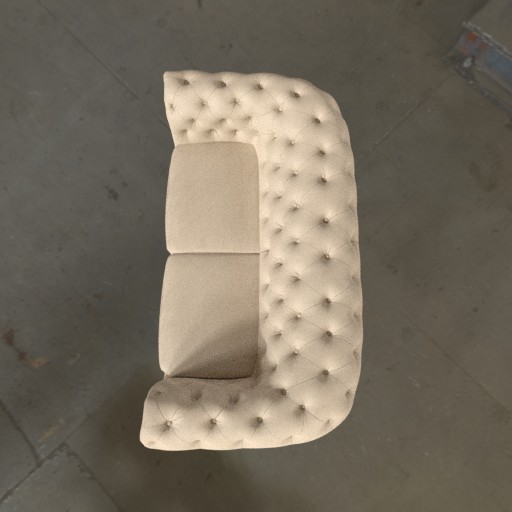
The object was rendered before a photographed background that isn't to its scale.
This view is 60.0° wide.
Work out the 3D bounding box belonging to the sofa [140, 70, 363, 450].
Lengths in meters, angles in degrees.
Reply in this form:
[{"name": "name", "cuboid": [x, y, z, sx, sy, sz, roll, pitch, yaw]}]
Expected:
[{"name": "sofa", "cuboid": [0.000, 0.000, 2.550, 1.069, 0.835, 1.988, 0, 76, 0]}]
